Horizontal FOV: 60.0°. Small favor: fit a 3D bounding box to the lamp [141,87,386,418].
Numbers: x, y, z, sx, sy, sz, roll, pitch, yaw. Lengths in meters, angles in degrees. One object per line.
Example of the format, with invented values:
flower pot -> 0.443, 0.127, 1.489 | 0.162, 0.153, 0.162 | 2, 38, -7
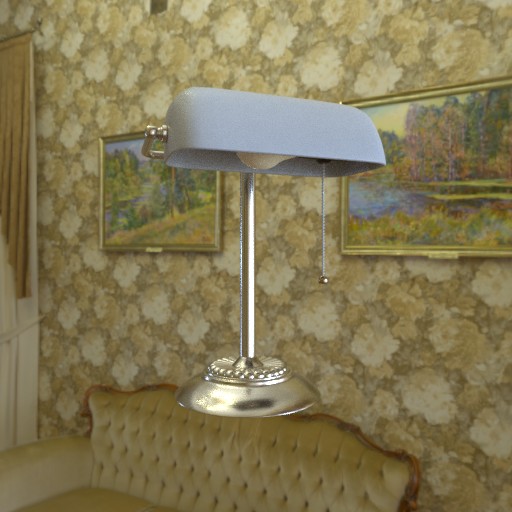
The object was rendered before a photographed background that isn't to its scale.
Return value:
lamp -> 0.000, 0.000, 0.522 | 0.264, 0.339, 0.243 | 0, 0, -19
